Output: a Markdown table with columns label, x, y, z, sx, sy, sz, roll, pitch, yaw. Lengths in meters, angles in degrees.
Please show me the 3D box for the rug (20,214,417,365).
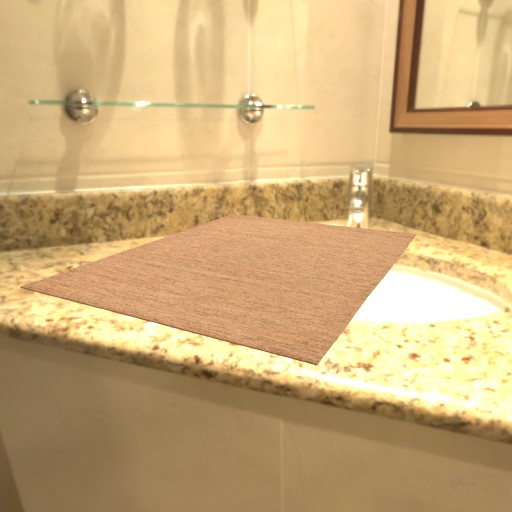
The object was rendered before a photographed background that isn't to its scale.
| label | x | y | z | sx | sy | sz | roll | pitch | yaw |
| --- | --- | --- | --- | --- | --- | --- | --- | --- | --- |
| rug | 0.000 | 0.000 | 4.245 | 2.448 | 0.013 | 3.205 | 9 | 19 | 27 |
